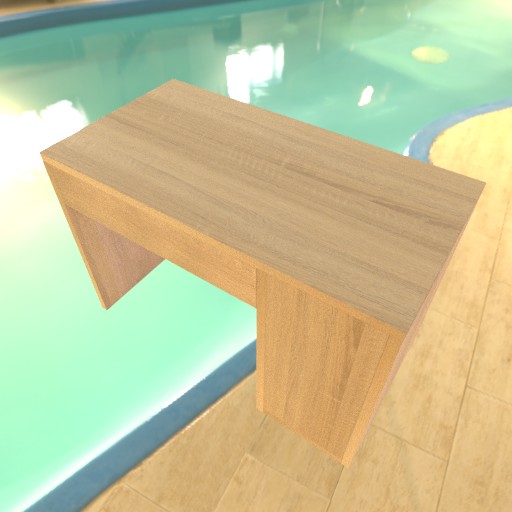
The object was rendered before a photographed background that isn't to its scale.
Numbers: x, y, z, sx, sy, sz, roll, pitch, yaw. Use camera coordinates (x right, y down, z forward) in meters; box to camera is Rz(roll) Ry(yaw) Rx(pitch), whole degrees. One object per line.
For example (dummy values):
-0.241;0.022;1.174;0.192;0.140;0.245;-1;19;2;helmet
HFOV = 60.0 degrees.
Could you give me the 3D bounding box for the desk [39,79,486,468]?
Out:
0.000;0.000;1.492;1.100;0.731;0.600;26;51;23;desk
